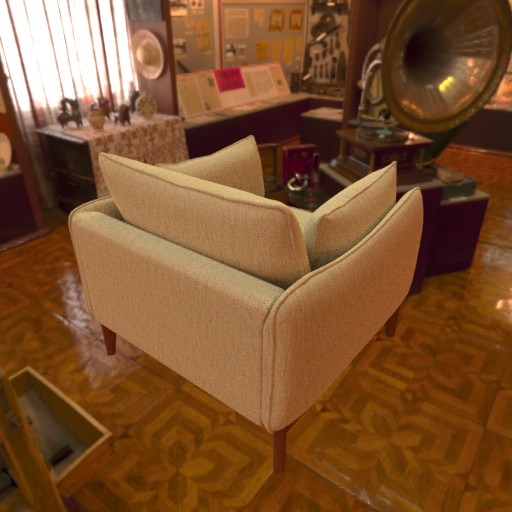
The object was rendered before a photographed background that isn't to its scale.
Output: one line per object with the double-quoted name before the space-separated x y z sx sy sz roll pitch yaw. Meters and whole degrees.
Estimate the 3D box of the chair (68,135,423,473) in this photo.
"chair" 0.000 0.000 1.724 0.994 0.855 0.991 21 35 33
